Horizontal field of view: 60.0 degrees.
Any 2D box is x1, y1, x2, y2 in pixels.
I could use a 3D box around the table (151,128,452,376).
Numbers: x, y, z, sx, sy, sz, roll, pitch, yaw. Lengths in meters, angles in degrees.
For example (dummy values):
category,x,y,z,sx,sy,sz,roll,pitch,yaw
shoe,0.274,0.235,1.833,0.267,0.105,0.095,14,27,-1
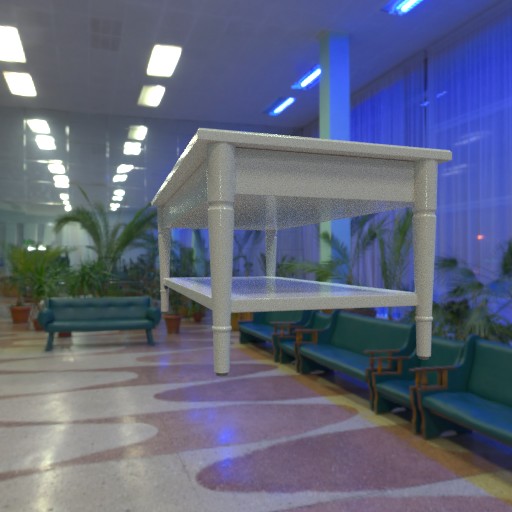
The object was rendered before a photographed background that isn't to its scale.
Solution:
category,x,y,z,sx,sy,sz,roll,pitch,yaw
table,0.000,0.000,1.389,0.559,0.457,1.067,0,0,-18
